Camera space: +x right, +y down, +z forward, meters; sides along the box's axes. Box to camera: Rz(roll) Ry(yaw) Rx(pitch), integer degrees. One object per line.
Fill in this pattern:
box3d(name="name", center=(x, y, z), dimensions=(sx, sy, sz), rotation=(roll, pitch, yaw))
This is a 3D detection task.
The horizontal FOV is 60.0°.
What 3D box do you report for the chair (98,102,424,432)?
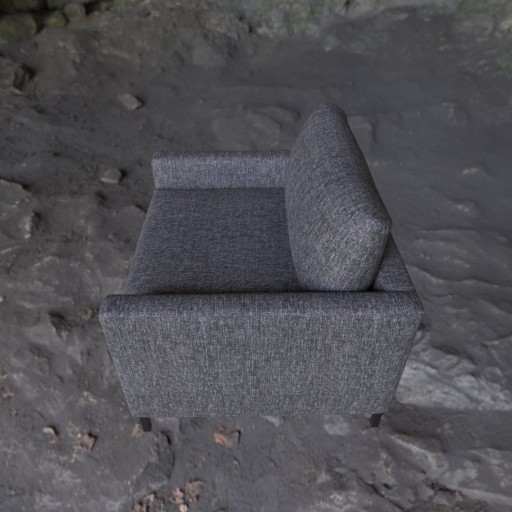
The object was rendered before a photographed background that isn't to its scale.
box3d(name="chair", center=(0.000, 0.000, 1.612), dimensions=(0.866, 0.861, 0.963), rotation=(-1, 39, -1))
